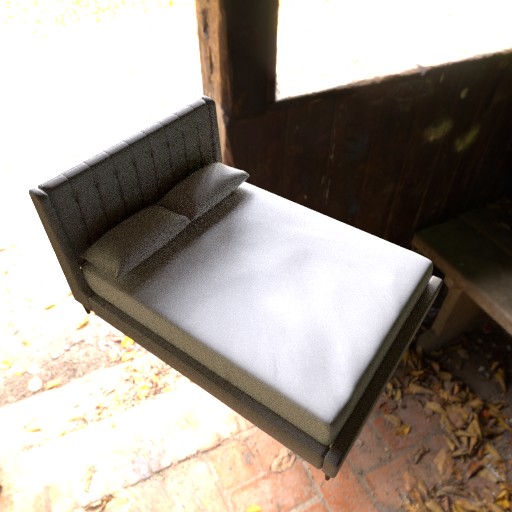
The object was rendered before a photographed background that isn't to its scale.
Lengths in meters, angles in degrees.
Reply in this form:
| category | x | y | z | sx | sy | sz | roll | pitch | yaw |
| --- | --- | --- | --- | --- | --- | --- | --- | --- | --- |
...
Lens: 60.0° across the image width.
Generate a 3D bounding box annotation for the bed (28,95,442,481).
| category | x | y | z | sx | sy | sz | roll | pitch | yaw |
| --- | --- | --- | --- | --- | --- | --- | --- | --- | --- |
| bed | 0.000 | 0.000 | 3.077 | 2.232 | 1.147 | 1.656 | 26 | 50 | 25 |
